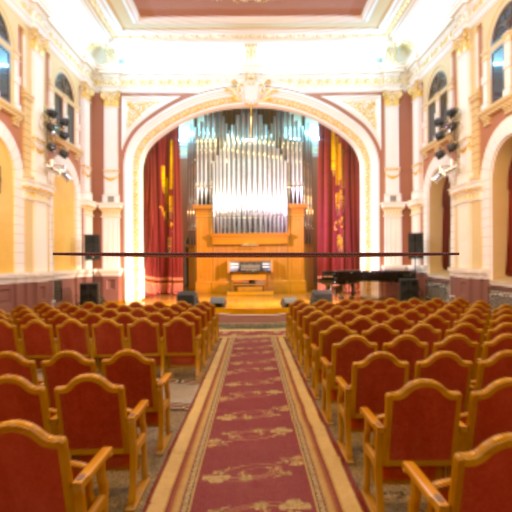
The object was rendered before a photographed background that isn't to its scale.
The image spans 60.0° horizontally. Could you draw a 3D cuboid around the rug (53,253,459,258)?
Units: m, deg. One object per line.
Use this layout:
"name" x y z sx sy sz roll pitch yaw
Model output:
"rug" 0.000 0.000 2.846 1.599 0.011 2.210 0 0 0
